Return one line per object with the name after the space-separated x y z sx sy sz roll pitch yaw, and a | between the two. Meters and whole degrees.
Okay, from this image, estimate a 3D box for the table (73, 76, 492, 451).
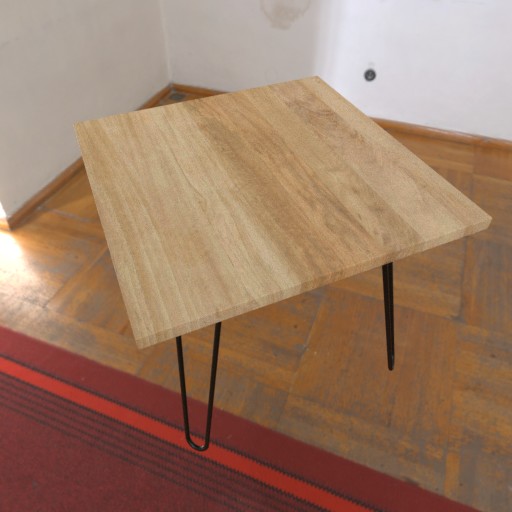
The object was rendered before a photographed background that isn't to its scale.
0.000 0.000 1.023 0.599 0.500 0.599 -17 48 -16 | table
